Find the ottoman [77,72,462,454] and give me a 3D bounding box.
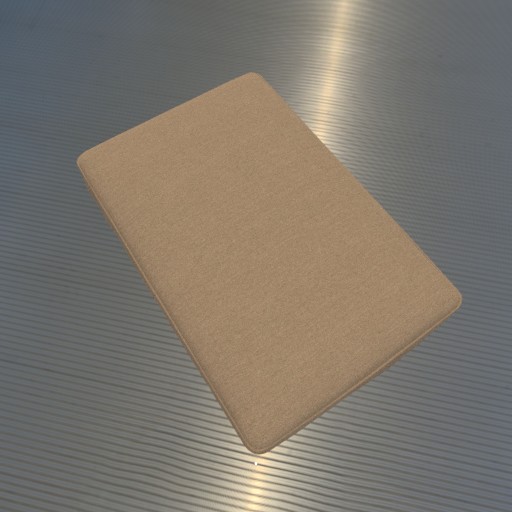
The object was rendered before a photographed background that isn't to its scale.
[{"bbox_3d":[0.000,0.000,1.326,0.636,0.521,0.945,-31,69,-14],"label":"ottoman"}]
